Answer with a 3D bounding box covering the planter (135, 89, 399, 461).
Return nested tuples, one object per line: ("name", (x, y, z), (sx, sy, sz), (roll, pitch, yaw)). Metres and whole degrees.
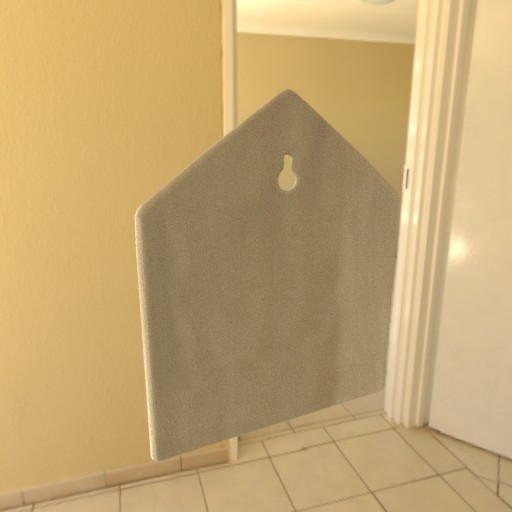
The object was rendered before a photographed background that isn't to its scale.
("planter", (0.000, 0.000, 0.282), (0.163, 0.194, 0.080), (-7, 17, -26))
